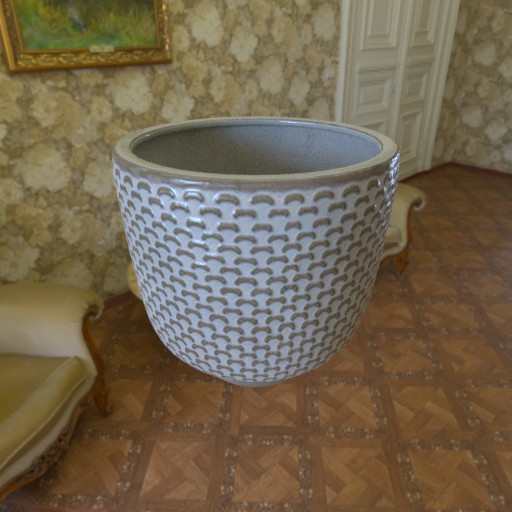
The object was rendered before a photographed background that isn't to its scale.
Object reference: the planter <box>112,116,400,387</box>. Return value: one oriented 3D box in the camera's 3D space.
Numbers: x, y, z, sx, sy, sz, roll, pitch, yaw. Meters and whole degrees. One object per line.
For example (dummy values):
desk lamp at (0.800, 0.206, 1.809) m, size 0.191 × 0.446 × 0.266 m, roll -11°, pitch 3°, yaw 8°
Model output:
planter at (0.000, 0.000, 0.248) m, size 0.139 × 0.130 × 0.139 m, roll 0°, pitch 27°, yaw 0°
